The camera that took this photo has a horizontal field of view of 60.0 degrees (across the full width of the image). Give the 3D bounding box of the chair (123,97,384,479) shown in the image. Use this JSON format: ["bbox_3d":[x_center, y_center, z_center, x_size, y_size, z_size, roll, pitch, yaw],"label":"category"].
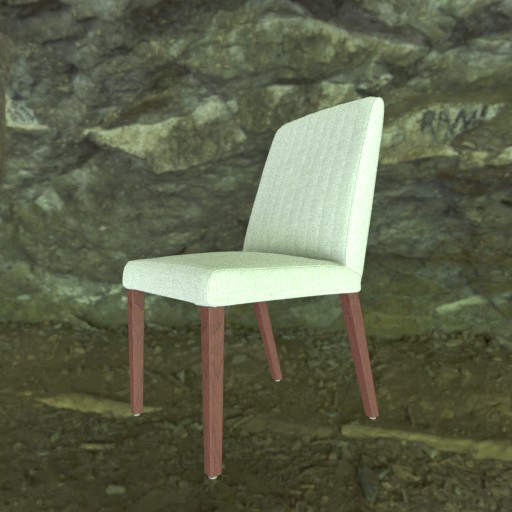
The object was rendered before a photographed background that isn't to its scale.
[{"bbox_3d":[0.000,0.000,1.234,0.594,0.900,0.480,-1,2,-37],"label":"chair"}]
